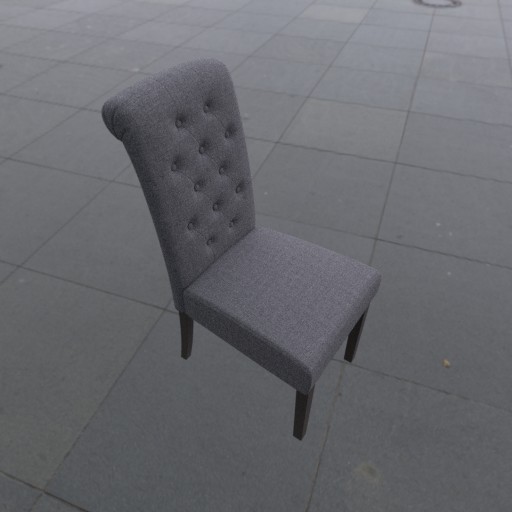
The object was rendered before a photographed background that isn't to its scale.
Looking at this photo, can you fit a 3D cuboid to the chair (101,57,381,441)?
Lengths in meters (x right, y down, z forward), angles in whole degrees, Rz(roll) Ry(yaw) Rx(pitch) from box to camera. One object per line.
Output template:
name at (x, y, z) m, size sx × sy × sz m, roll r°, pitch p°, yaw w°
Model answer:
chair at (0.000, 0.000, 1.373) m, size 0.671 × 1.006 × 0.456 m, roll 25°, pitch 48°, yaw 25°
